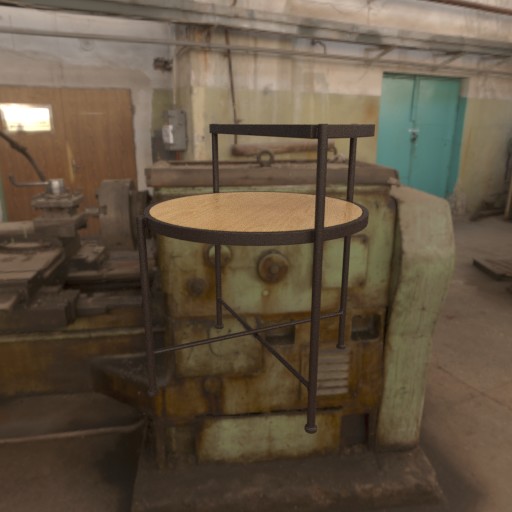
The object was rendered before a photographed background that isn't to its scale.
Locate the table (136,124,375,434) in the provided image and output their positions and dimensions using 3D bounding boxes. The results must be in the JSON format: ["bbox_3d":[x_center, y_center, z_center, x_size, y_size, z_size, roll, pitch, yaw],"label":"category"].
[{"bbox_3d":[0.000,0.000,1.196,0.628,0.684,0.629,-8,18,-24],"label":"table"}]
